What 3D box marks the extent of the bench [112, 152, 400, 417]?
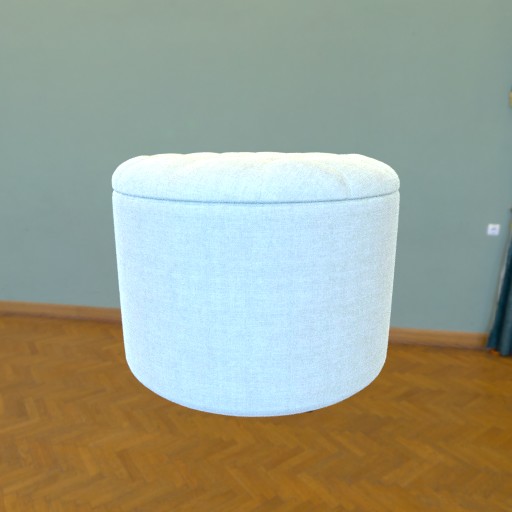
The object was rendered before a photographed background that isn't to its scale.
[{"bbox_3d":[0.000,0.000,1.003,0.600,0.453,0.600,0,14,0],"label":"bench"}]
